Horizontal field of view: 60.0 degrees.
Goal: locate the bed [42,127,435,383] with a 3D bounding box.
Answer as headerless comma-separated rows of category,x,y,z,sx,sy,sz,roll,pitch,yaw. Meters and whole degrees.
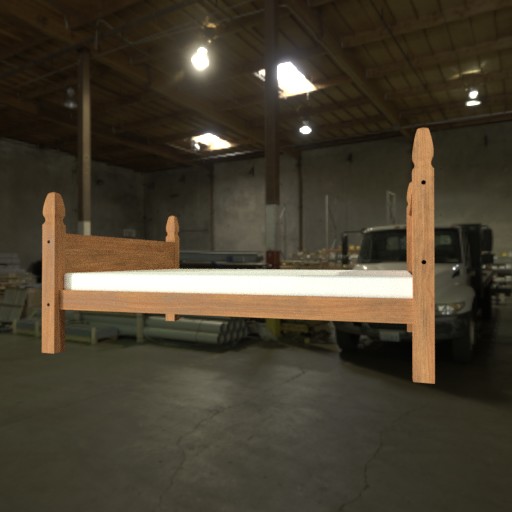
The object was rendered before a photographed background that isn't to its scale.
bed,0.000,0.000,2.900,2.069,1.100,1.490,0,-1,18
